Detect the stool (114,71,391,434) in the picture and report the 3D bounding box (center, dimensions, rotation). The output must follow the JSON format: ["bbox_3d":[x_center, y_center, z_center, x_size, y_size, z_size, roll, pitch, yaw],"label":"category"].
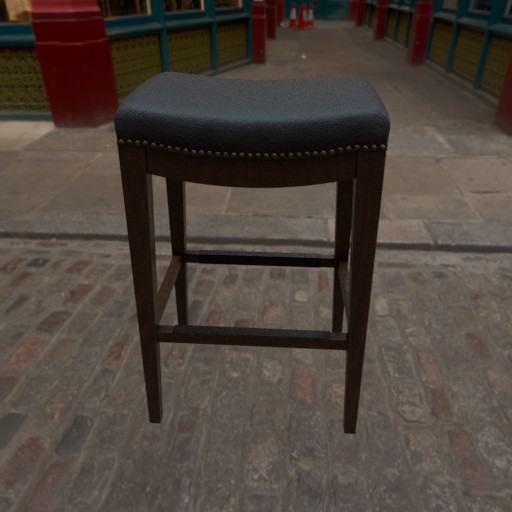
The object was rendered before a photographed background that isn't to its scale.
[{"bbox_3d":[0.000,0.000,1.026,0.500,0.765,0.361,2,32,3],"label":"stool"}]
